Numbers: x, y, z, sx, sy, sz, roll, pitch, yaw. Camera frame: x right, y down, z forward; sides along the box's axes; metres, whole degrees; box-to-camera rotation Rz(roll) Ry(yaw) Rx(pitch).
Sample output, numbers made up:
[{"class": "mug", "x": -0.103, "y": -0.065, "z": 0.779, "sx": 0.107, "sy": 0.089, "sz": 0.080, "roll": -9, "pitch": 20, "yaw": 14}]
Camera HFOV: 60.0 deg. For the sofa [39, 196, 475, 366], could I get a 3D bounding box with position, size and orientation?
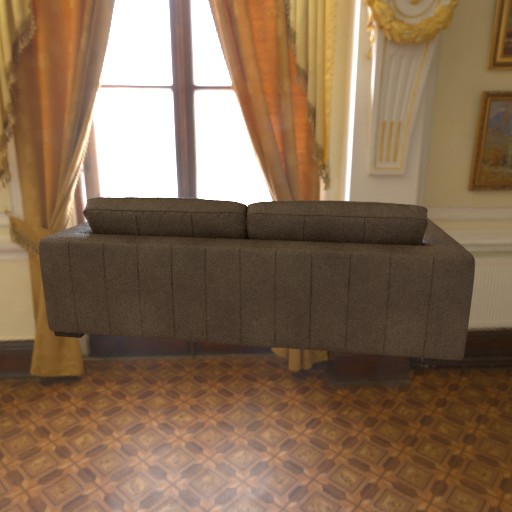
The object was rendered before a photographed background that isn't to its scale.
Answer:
[{"class": "sofa", "x": 0.000, "y": 0.000, "z": 2.772, "sx": 2.262, "sy": 0.801, "sz": 1.070, "roll": 2, "pitch": 16, "yaw": 9}]
